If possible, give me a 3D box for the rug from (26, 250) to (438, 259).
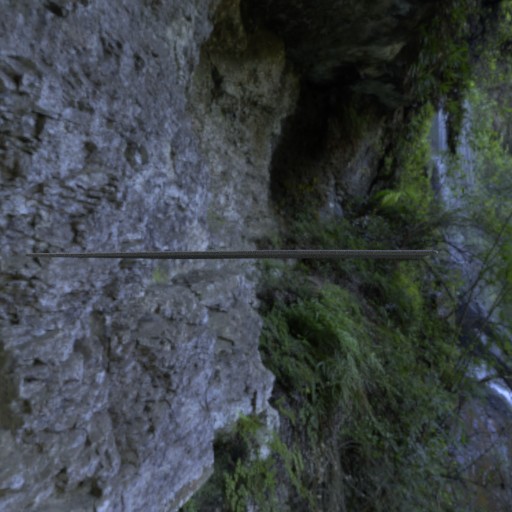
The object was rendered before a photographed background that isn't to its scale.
[{"bbox_3d":[0.000,0.000,4.177,3.017,0.035,2.472,0,-1,18],"label":"rug"}]
